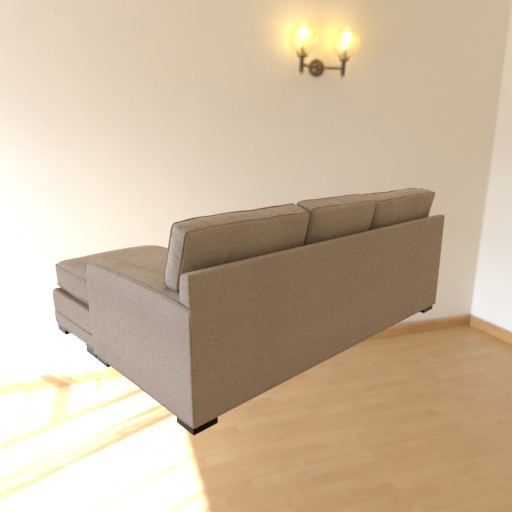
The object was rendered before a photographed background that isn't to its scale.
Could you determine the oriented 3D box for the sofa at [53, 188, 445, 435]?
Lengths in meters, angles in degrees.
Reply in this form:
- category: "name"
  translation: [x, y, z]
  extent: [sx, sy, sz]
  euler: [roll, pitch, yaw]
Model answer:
- category: "sofa"
  translation: [0.000, 0.000, 2.858]
  extent: [2.087, 0.861, 1.496]
  euler: [-13, 19, -42]
